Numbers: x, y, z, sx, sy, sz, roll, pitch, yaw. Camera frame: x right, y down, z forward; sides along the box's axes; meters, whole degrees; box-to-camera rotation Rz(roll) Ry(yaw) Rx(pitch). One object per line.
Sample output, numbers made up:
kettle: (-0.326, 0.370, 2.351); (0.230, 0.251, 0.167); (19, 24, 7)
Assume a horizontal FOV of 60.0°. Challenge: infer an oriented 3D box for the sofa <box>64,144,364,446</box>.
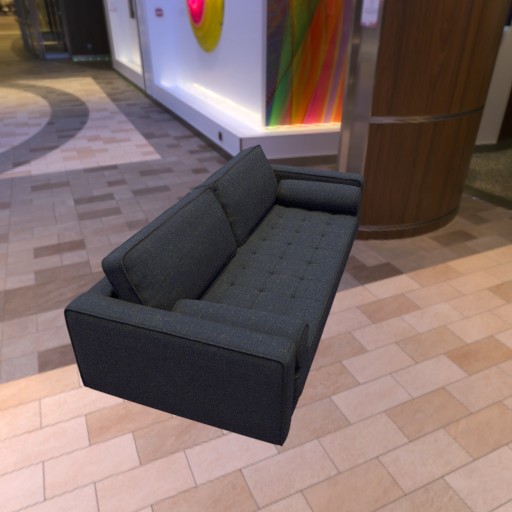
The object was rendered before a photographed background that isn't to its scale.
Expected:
sofa: (0.000, 0.000, 2.401); (0.914, 0.762, 1.880); (10, 32, 17)
